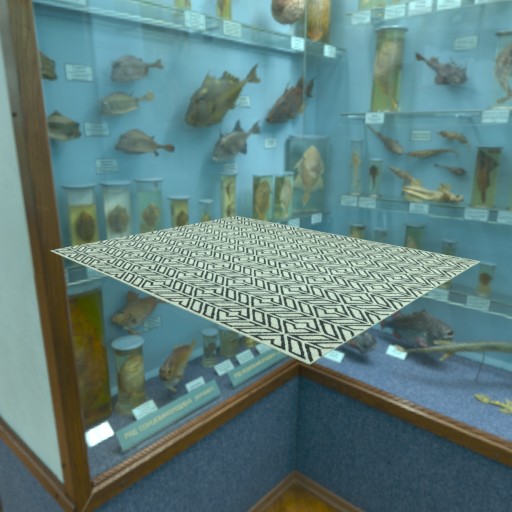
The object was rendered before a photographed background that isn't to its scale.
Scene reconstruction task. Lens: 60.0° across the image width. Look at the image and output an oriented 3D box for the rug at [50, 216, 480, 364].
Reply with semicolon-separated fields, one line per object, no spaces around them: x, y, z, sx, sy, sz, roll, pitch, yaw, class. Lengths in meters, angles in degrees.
0.000;0.000;3.996;3.045;0.008;2.421;15;21;42;rug
